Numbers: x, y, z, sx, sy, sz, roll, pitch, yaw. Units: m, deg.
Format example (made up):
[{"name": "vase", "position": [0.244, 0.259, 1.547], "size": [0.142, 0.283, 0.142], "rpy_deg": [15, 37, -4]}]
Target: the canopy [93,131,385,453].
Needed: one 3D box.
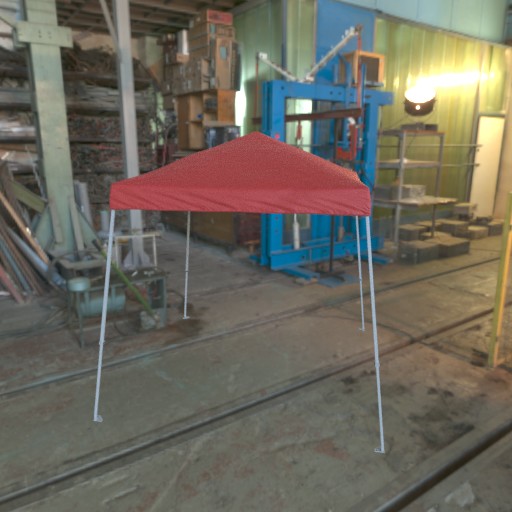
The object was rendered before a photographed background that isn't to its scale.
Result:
[{"name": "canopy", "position": [0.000, 0.000, 6.644], "size": [3.600, 3.600, 3.599], "rpy_deg": [2, 14, 9]}]
